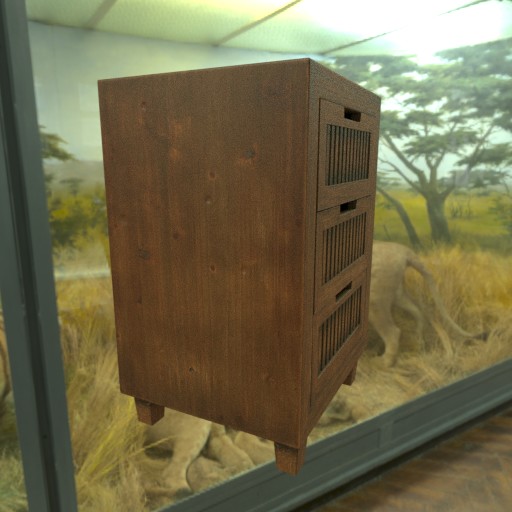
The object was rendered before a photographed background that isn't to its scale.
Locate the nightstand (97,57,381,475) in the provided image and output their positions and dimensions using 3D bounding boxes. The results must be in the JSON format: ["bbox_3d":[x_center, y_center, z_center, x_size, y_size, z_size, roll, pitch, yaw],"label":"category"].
[{"bbox_3d":[0.000,0.000,0.979,0.410,0.695,0.465,6,14,27],"label":"nightstand"}]
